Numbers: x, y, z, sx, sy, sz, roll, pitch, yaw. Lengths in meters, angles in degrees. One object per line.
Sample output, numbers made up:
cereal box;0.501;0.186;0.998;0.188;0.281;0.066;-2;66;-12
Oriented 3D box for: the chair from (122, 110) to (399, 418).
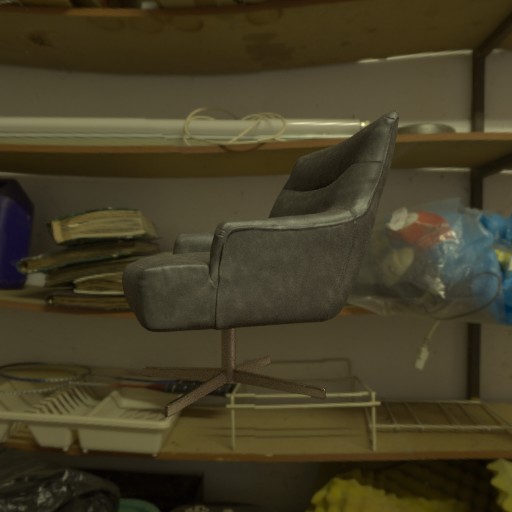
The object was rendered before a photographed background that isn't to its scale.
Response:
chair;0.000;0.000;1.522;0.874;0.870;0.738;0;0;-19
